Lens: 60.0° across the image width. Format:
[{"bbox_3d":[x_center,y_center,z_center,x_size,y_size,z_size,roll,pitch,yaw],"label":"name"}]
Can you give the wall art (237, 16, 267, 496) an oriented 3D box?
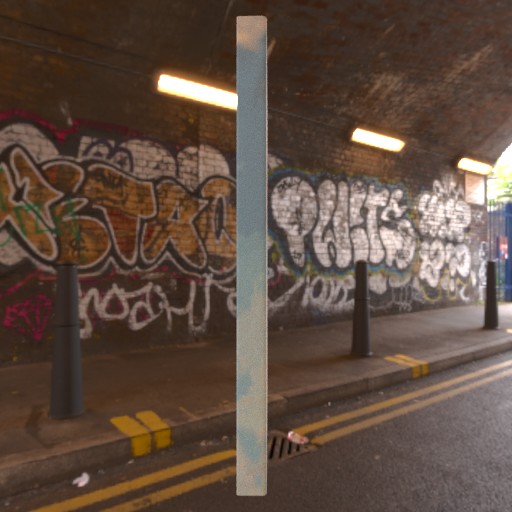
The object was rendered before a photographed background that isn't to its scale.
[{"bbox_3d":[0.000,0.000,0.761,0.038,0.610,0.401,0,0,2],"label":"wall art"}]
